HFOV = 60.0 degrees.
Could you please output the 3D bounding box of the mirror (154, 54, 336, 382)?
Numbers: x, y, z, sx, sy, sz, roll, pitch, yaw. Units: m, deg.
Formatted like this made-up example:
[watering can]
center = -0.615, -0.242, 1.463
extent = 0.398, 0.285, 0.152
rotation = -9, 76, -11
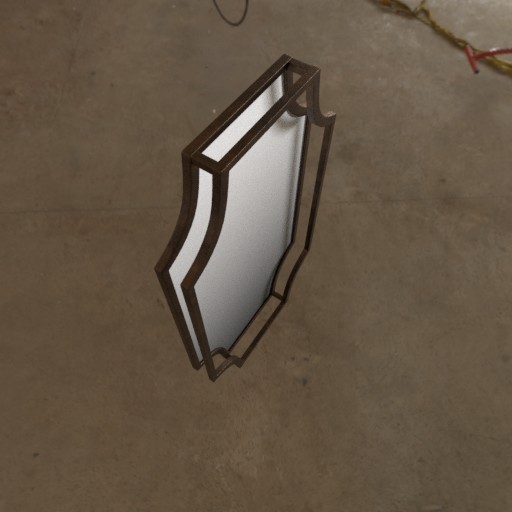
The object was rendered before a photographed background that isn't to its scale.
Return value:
[mirror]
center = 0.000, 0.000, 0.976
extent = 0.066, 0.811, 0.462
rotation = 30, 63, 17
